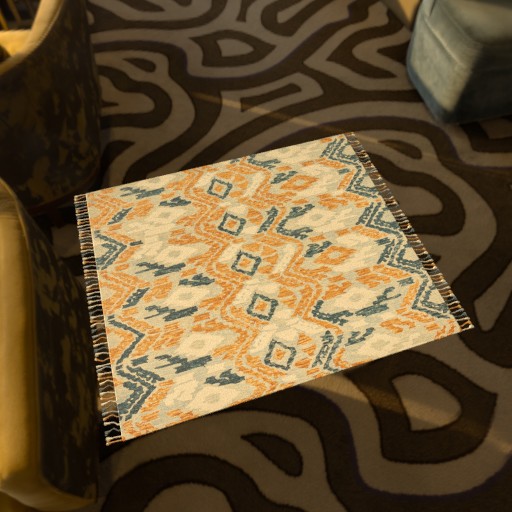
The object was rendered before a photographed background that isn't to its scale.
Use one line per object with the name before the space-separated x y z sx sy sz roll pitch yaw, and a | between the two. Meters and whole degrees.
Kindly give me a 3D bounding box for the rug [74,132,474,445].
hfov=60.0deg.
rug | 0.000 0.000 4.057 3.048 0.010 2.439 -15 59 -9
